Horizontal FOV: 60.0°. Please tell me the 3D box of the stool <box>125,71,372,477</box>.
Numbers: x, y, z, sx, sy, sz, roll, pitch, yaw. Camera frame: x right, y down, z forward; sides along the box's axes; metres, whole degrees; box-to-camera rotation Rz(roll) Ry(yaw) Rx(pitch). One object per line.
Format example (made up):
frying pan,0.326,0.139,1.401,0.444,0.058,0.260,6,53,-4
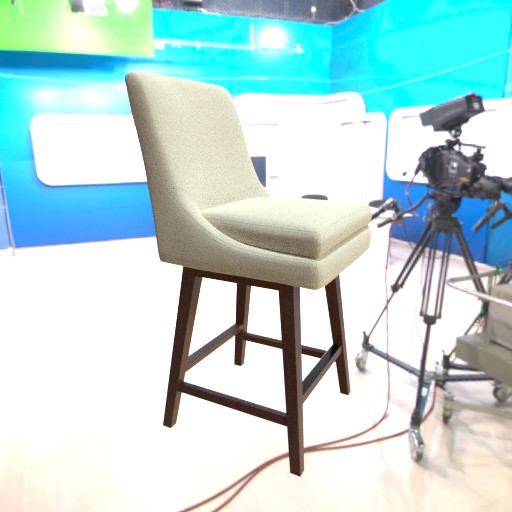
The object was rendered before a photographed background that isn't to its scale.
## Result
stool,0.000,0.000,1.286,0.559,0.991,0.483,8,17,27
